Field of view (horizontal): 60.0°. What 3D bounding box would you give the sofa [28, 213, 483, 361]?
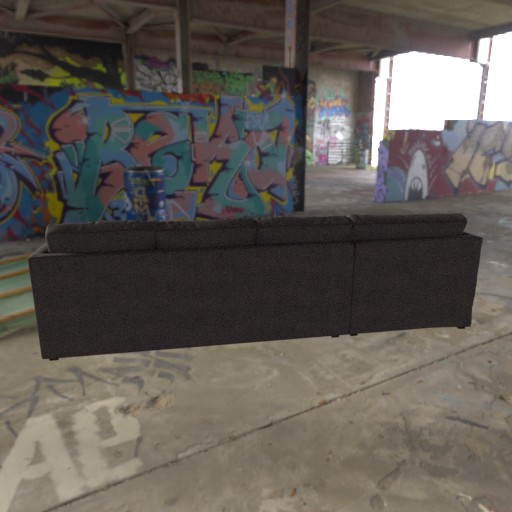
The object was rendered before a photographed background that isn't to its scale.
[{"bbox_3d":[0.000,0.000,3.868,3.205,0.922,1.650,-3,15,-10],"label":"sofa"}]
